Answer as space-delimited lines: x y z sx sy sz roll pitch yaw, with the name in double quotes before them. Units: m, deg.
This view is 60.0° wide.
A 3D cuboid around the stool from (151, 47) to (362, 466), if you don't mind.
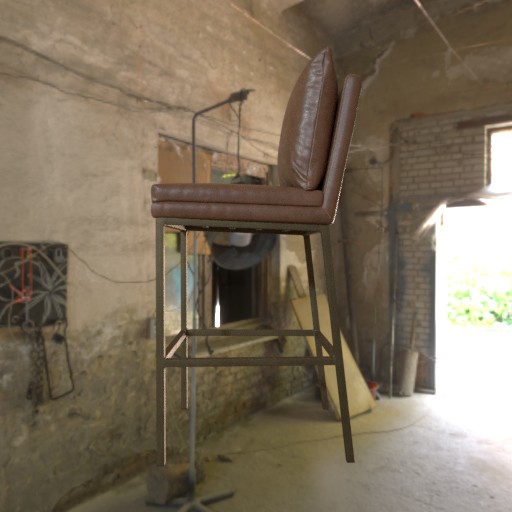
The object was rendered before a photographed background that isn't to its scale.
"stool" 0.000 0.000 1.408 0.571 1.124 0.463 0 1 -1
